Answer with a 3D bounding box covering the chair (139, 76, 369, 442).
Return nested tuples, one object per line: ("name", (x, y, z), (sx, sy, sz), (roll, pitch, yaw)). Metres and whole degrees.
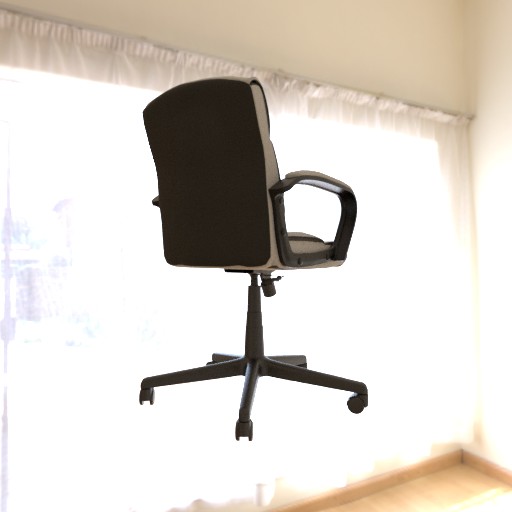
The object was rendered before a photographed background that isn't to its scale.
("chair", (0.000, 0.000, 1.544), (0.739, 1.004, 0.717), (0, 0, 37))
